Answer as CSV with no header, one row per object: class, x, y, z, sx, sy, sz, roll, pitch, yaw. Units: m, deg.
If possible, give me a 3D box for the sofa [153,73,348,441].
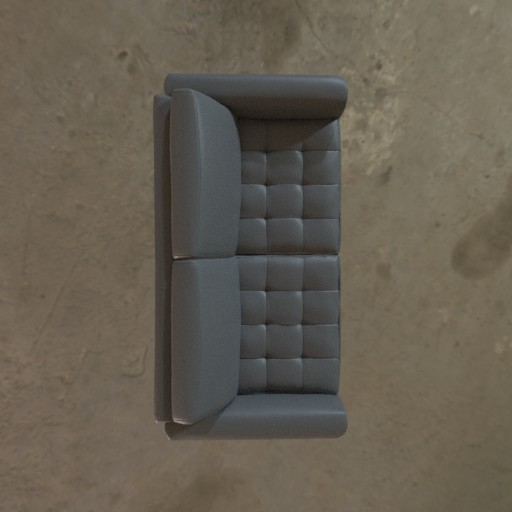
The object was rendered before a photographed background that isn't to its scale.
sofa,0.000,0.000,2.730,1.121,0.930,2.177,0,91,-1
